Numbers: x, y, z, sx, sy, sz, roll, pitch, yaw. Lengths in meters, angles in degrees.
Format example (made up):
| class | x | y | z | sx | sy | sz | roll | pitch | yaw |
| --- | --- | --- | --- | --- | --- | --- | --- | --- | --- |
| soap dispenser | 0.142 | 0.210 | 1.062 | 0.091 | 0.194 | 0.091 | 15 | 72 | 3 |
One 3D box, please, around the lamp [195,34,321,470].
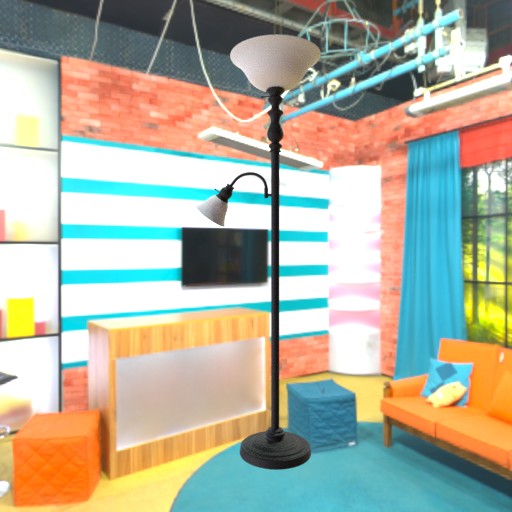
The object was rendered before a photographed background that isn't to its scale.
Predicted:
| class | x | y | z | sx | sy | sz | roll | pitch | yaw |
| --- | --- | --- | --- | --- | --- | --- | --- | --- | --- |
| lamp | 0.000 | 0.000 | 2.026 | 0.588 | 1.793 | 0.405 | 0 | 0 | 18 |
